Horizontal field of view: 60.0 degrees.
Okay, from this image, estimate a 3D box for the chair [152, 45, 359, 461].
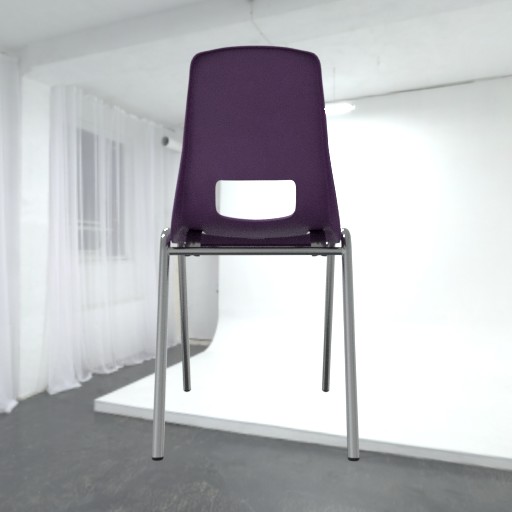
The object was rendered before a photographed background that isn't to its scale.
[{"bbox_3d":[0.000,0.000,0.950,0.381,0.704,0.432,0,0,0],"label":"chair"}]
